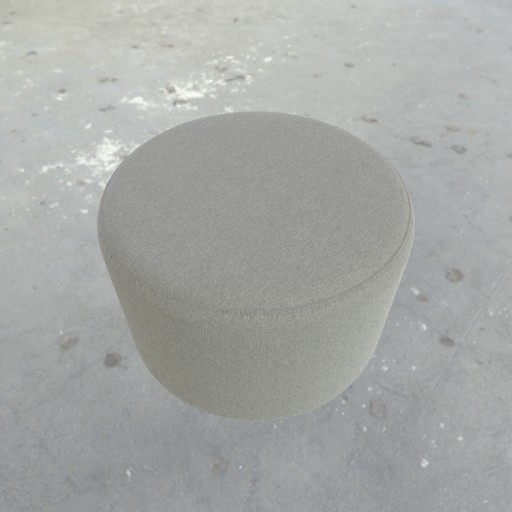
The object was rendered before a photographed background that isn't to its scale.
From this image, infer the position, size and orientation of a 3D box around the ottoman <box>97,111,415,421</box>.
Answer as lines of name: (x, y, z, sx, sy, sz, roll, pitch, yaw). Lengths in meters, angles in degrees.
ottoman: (0.000, 0.000, 0.982, 0.608, 0.433, 0.608, 0, 47, 0)
